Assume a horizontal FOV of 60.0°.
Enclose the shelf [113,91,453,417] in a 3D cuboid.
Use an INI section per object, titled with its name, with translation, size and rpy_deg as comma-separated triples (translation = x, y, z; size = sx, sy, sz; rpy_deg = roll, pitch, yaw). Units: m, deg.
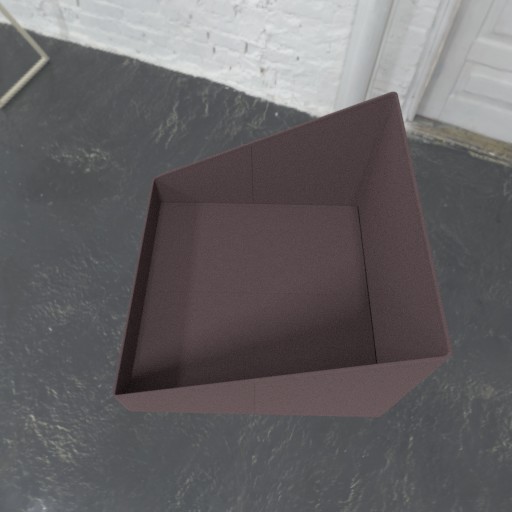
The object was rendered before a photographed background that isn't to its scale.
[shelf]
translation = 0.000, 0.000, 0.485
size = 0.292, 0.210, 0.292
rpy_deg = 1, 59, 1
